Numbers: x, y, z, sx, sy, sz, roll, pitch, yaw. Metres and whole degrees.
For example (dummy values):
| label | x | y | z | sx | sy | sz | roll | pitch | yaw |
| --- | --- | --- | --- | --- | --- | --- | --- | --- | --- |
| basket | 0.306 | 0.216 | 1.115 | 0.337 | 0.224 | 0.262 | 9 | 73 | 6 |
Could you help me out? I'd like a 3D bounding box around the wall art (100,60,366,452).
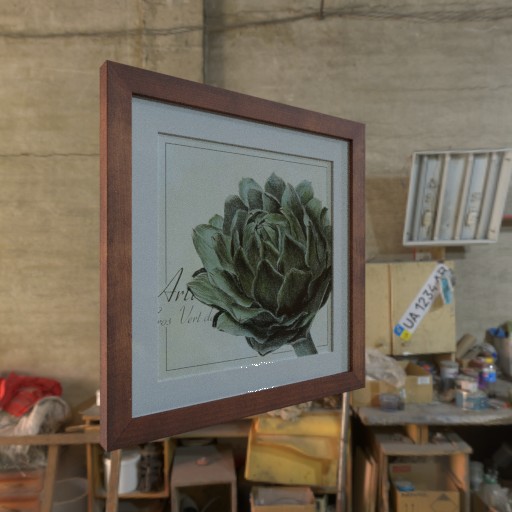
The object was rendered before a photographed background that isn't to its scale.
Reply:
| label | x | y | z | sx | sy | sz | roll | pitch | yaw |
| --- | --- | --- | --- | --- | --- | --- | --- | --- | --- |
| wall art | 0.000 | 0.000 | 0.818 | 0.554 | 0.572 | 0.037 | 0 | 0 | -35 |
